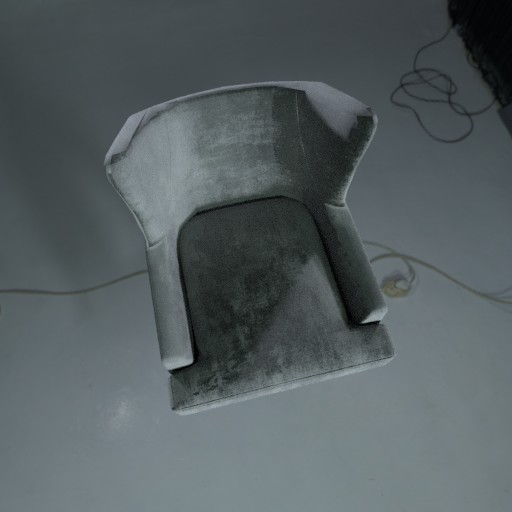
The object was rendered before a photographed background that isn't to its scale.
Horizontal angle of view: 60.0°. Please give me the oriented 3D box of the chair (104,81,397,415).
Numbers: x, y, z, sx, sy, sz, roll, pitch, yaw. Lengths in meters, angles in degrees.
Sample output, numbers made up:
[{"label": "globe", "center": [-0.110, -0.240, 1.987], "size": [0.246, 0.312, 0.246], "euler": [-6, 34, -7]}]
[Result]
[{"label": "chair", "center": [0.000, 0.000, 1.590], "size": [0.784, 0.950, 0.906], "euler": [-12, 64, -6]}]
